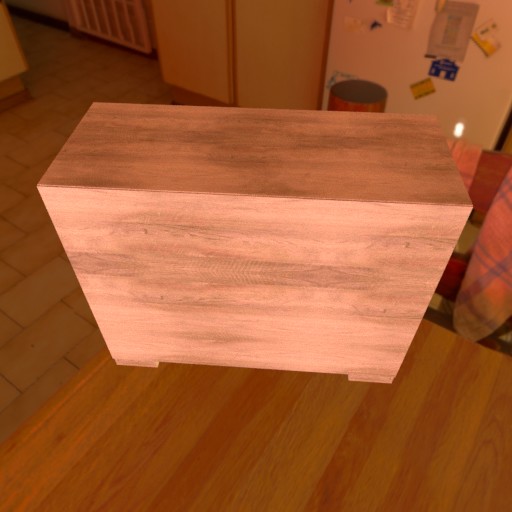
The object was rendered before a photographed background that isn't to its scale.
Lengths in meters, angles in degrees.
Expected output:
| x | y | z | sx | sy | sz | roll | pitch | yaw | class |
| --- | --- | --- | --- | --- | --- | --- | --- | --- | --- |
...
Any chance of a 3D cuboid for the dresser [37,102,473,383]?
| x | y | z | sx | sy | sz | roll | pitch | yaw | class |
| --- | --- | --- | --- | --- | --- | --- | --- | --- | --- |
| 0.000 | 0.000 | 1.438 | 0.994 | 0.816 | 0.404 | 3 | 46 | 3 | dresser |
